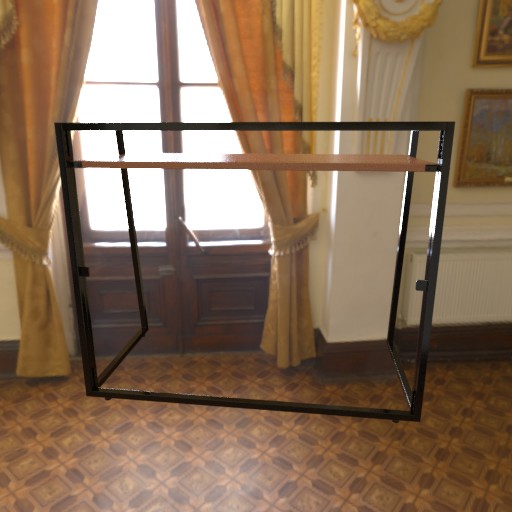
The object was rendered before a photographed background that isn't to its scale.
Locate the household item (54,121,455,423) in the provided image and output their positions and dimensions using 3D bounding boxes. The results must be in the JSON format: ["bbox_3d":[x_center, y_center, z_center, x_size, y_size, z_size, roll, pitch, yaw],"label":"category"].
[{"bbox_3d":[0.000,0.000,1.503,1.050,0.860,0.510,2,16,7],"label":"household item"}]
